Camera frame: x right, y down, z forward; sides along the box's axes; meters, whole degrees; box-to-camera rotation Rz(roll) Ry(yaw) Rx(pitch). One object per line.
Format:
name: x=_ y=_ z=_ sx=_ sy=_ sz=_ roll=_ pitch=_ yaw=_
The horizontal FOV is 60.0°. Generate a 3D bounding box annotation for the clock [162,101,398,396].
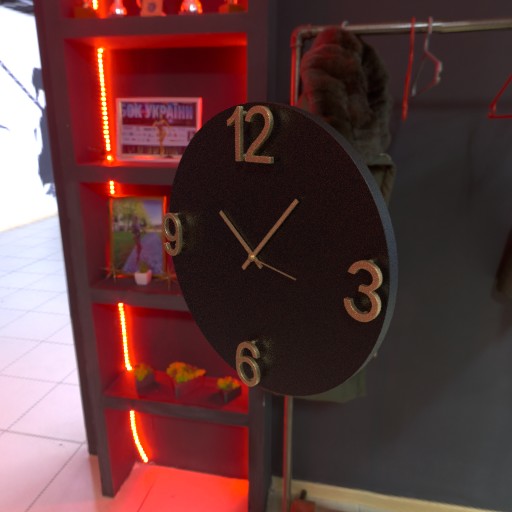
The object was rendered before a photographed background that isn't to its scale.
clock: x=0.000 y=0.000 z=0.690 sx=0.454 sy=0.454 sz=0.038 roll=15 pitch=23 yaw=42
